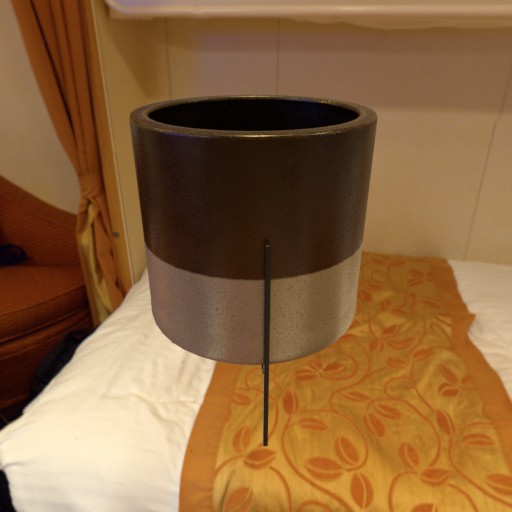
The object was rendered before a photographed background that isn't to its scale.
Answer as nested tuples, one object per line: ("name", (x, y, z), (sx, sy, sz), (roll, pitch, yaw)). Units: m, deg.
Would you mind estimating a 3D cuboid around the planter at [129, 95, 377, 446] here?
("planter", (0.000, 0.000, 0.732), (0.354, 0.465, 0.345), (-18, 32, -31))
